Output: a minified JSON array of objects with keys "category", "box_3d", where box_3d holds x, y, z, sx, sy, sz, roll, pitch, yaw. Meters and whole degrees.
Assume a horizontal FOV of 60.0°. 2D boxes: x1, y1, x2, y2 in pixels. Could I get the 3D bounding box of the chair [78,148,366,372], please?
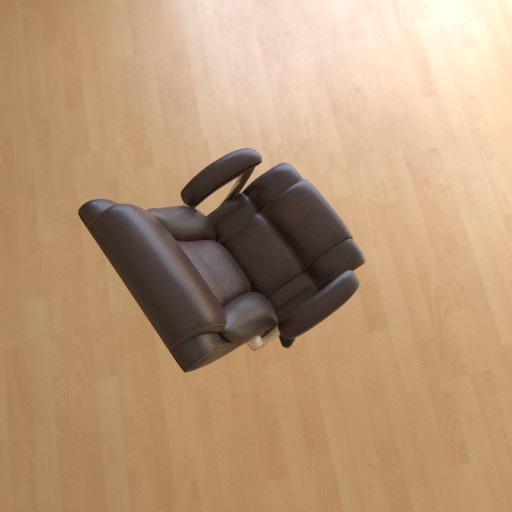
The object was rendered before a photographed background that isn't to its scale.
[{"category":"chair","box_3d":[0.000,0.000,1.637,0.749,1.194,0.692,-35,79,-8]}]
